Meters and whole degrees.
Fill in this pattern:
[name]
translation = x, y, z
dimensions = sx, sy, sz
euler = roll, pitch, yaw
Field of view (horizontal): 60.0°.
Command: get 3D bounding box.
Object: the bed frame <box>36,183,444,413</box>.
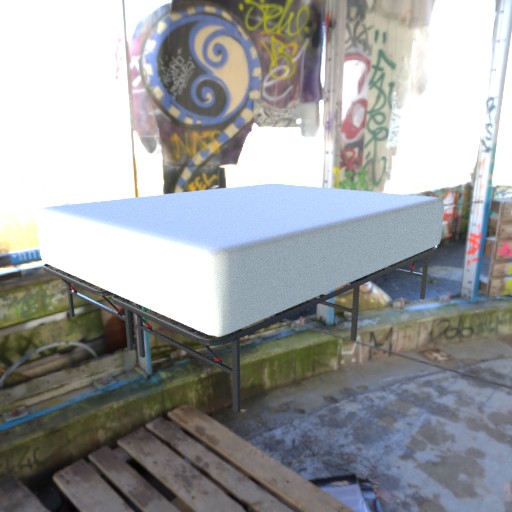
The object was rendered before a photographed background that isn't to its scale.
[bed frame]
translation = 0.000, 0.000, 2.757
dimensions = 1.528, 0.677, 2.037
euler = 13, 20, 41
